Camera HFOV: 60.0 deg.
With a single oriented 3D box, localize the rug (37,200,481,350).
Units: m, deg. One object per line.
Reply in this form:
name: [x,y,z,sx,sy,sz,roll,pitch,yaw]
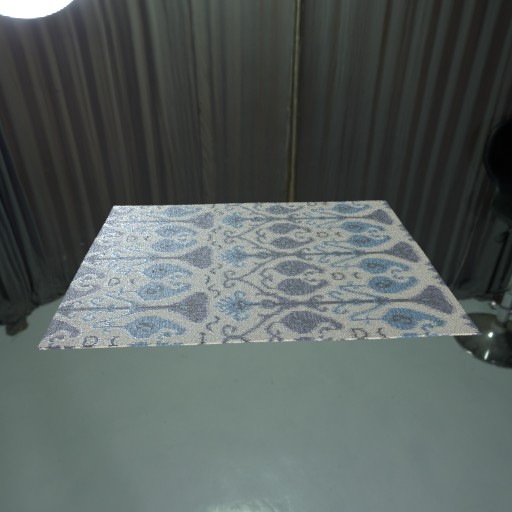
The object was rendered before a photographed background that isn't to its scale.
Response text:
rug: [0.000,0.000,2.950,2.261,0.013,1.676,-1,31,-2]
